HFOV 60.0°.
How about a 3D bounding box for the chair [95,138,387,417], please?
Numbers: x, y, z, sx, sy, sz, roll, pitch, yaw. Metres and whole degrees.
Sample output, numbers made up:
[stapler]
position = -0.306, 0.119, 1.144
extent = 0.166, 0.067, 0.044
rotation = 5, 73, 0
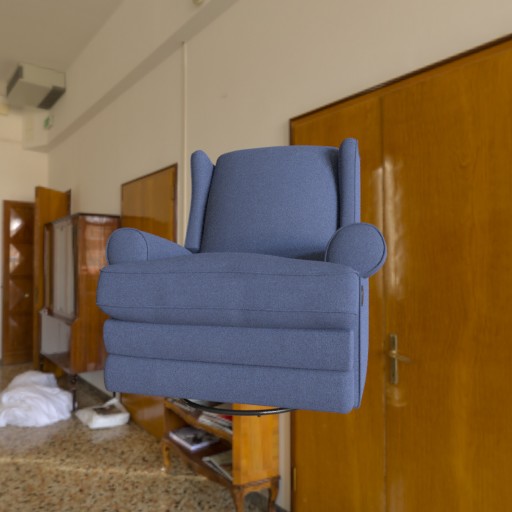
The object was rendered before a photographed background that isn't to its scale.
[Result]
[chair]
position = 0.000, 0.000, 1.712
extent = 0.971, 1.020, 0.877
rotation = 0, -1, 17
